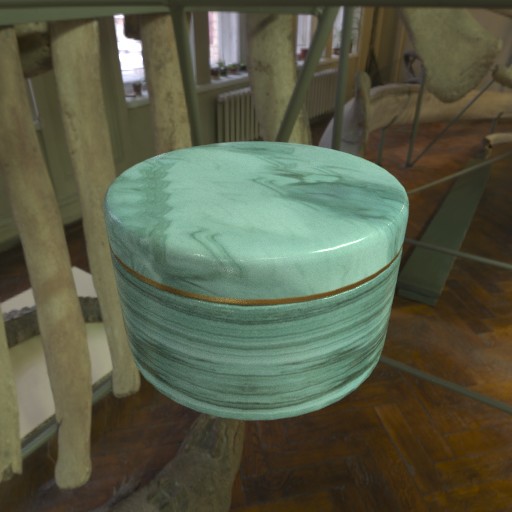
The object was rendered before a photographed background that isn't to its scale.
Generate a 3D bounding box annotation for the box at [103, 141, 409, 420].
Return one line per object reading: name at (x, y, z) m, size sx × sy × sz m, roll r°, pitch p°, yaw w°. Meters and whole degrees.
box at (0.000, 0.000, 0.166) m, size 0.101 × 0.063 × 0.101 m, roll 0°, pitch 30°, yaw 0°
